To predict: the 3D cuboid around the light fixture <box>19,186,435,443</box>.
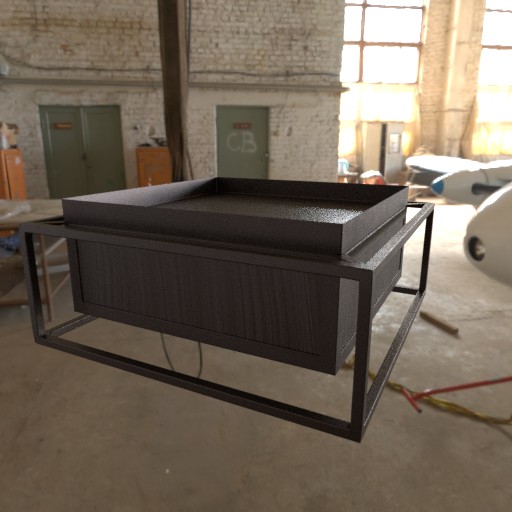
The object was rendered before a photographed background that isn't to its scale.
[{"bbox_3d":[0.000,0.000,0.661,0.441,0.191,0.441,8,17,26],"label":"light fixture"}]
